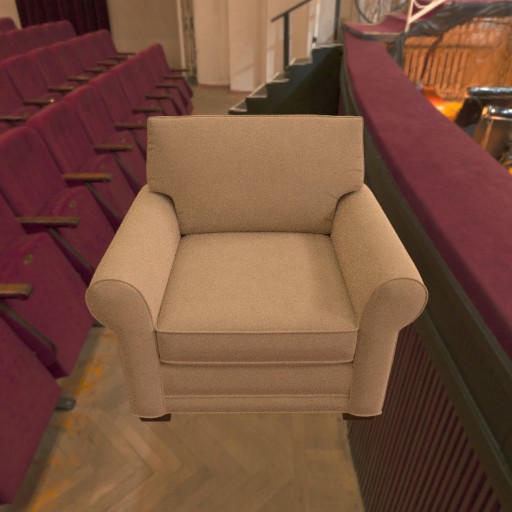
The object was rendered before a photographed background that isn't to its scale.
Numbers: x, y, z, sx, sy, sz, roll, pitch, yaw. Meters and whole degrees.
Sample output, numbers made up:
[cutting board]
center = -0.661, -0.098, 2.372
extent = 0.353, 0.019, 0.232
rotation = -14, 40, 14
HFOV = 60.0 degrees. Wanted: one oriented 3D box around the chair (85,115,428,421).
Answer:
[chair]
center = 0.000, 0.000, 1.733
extent = 1.040, 0.955, 0.863
rotation = 0, 31, 0
